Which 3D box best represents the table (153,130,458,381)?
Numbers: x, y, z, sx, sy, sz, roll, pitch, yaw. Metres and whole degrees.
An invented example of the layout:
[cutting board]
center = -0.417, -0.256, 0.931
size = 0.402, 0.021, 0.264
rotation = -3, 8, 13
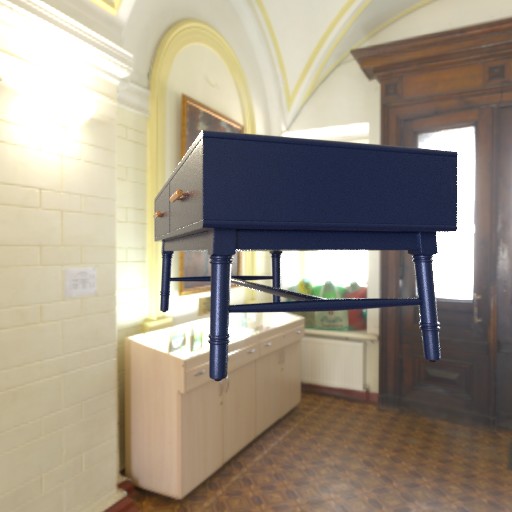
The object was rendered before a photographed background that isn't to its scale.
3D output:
[table]
center = 0.000, 0.000, 1.370
size = 0.572, 0.457, 1.067
rotation = 0, 0, -17
